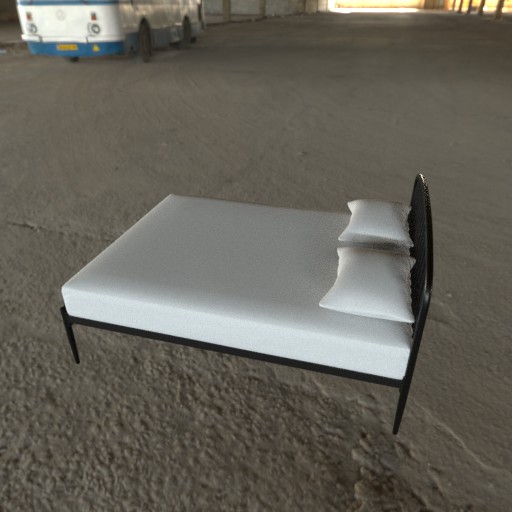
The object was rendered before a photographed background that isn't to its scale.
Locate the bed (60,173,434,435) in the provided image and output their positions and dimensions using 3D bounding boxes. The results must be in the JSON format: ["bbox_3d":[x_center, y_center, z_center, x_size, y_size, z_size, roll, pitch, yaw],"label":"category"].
[{"bbox_3d":[0.000,0.000,3.181,2.159,1.166,1.618,8,31,14],"label":"bed"}]
